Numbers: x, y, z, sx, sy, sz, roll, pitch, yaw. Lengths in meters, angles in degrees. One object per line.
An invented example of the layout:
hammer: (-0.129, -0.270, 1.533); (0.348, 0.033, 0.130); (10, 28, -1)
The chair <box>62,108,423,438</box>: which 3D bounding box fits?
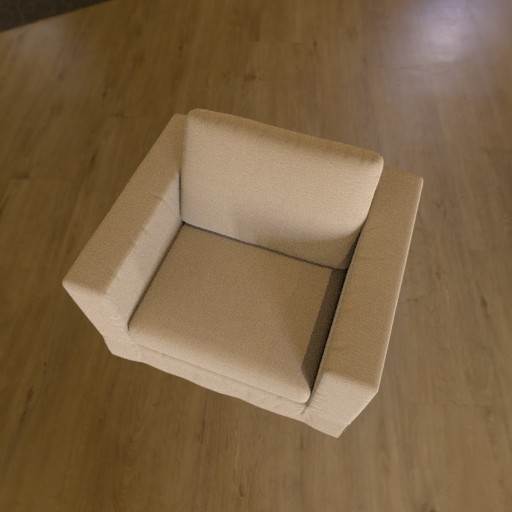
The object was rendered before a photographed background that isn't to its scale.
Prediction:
chair: (0.000, 0.000, 1.833); (1.150, 0.878, 0.957); (17, 60, 10)
